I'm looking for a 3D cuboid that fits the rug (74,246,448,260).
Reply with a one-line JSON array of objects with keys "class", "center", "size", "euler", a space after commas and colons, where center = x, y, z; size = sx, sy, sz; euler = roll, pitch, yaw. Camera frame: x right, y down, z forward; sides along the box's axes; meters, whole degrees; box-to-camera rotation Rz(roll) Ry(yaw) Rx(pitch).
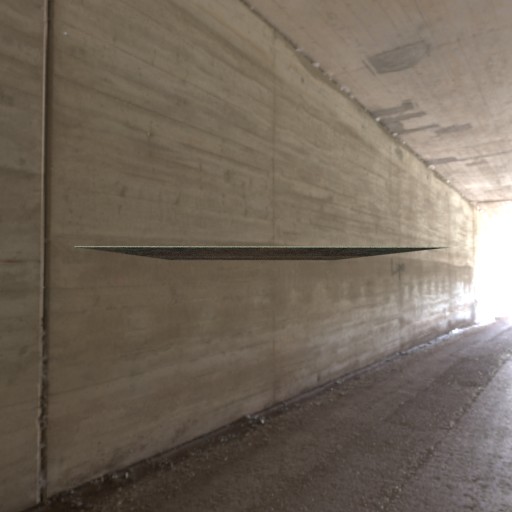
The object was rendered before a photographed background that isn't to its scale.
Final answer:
[{"class": "rug", "center": [0.000, 0.000, 2.965], "size": [1.566, 0.004, 2.363], "euler": [0, -2, -1]}]
